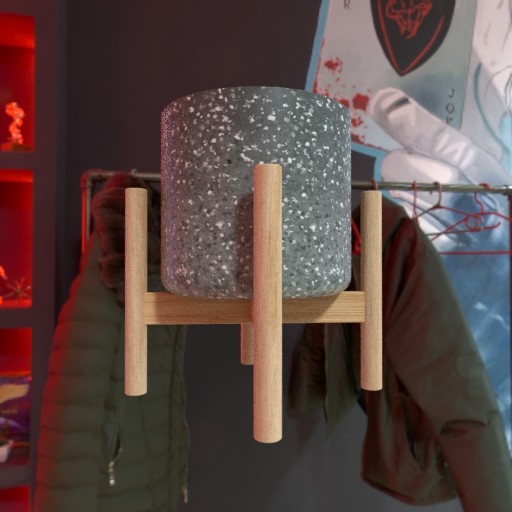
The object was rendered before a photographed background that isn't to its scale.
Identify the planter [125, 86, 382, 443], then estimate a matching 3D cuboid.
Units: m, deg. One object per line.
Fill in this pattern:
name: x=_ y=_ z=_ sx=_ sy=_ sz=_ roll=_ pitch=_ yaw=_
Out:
planter: x=0.000 y=0.000 z=0.530 sx=0.284 sy=0.320 sz=0.284 roll=0 pitch=0 yaw=18
